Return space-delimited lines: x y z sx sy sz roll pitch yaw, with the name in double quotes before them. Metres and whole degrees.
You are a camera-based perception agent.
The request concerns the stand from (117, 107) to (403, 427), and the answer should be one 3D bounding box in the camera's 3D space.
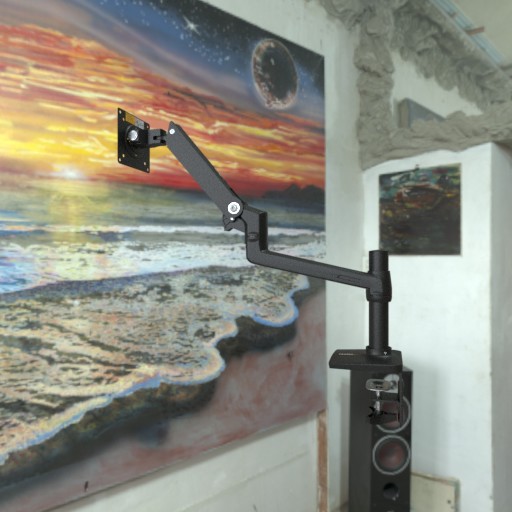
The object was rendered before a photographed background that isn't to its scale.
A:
"stand" 0.000 0.000 1.033 0.650 0.713 0.152 0 0 17
